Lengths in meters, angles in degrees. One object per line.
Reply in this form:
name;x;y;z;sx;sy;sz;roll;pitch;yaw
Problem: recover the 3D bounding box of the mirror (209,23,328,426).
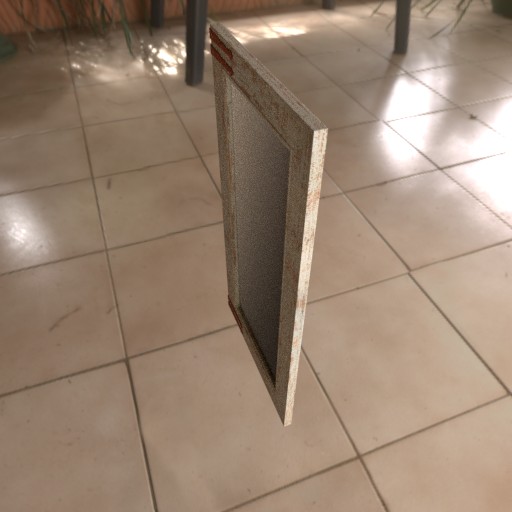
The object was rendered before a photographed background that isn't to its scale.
mirror;0.000;0.000;1.088;0.027;0.922;0.472;-16;47;-15
